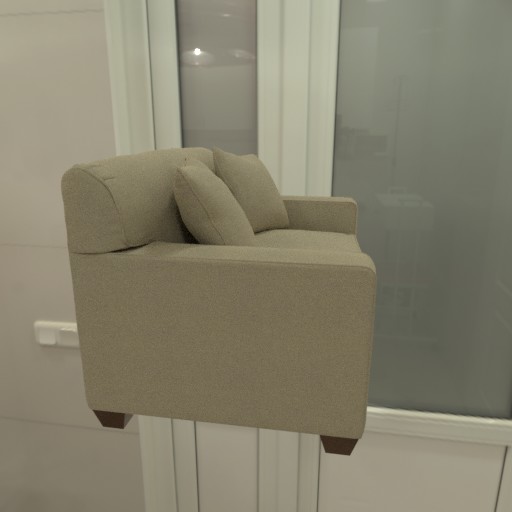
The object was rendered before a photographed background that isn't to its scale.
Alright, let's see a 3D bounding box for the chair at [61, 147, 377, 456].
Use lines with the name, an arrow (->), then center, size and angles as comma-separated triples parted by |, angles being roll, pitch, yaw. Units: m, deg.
chair -> 0.000, 0.000, 2.007 | 1.000, 0.948, 1.383 | 3, 16, 9
